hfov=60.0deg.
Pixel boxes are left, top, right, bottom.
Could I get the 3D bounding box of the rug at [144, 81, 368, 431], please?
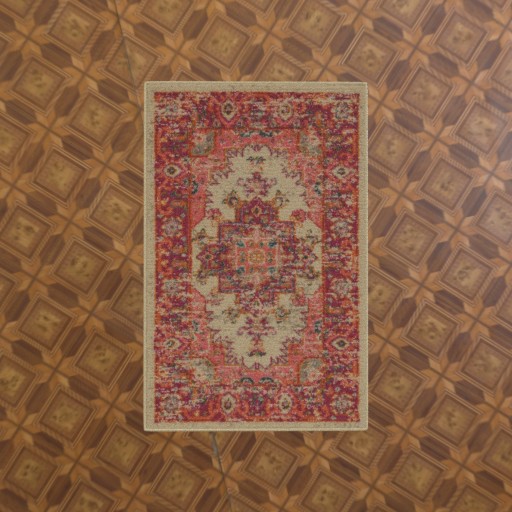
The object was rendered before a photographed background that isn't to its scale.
[{"bbox_3d":[0.000,0.000,1.101,0.556,0.004,0.868,0,90,0],"label":"rug"}]
